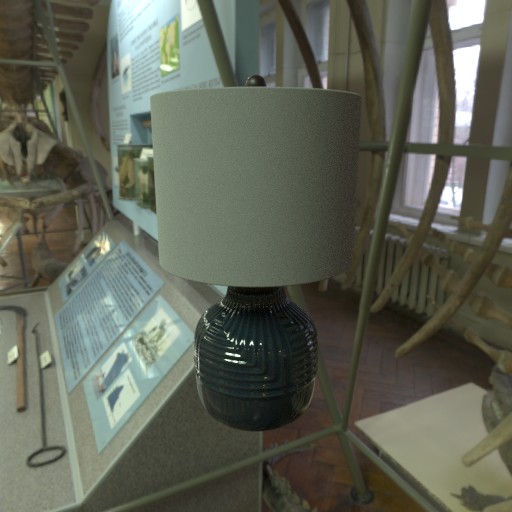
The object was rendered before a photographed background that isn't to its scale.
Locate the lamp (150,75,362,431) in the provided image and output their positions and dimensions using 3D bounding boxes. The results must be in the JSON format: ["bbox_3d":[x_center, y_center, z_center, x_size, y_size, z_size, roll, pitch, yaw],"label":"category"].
[{"bbox_3d":[0.000,0.000,0.744,0.318,0.567,0.318,0,15,0],"label":"lamp"}]
